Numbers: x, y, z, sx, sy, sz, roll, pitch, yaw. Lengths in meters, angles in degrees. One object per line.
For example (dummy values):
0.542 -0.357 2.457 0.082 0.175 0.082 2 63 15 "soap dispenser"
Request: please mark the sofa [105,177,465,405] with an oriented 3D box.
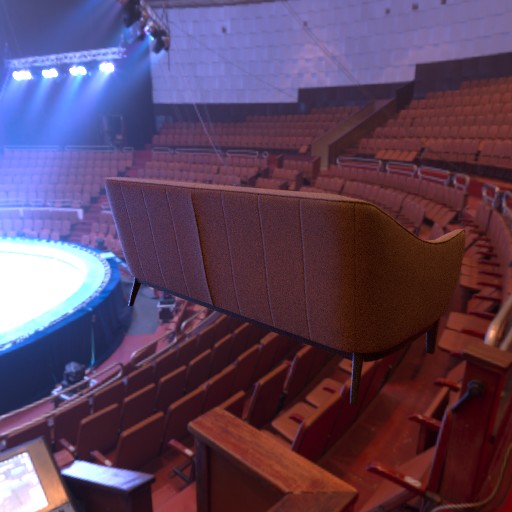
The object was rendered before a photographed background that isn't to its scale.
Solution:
0.000 0.000 2.433 1.928 0.830 0.869 13 18 42 "sofa"
